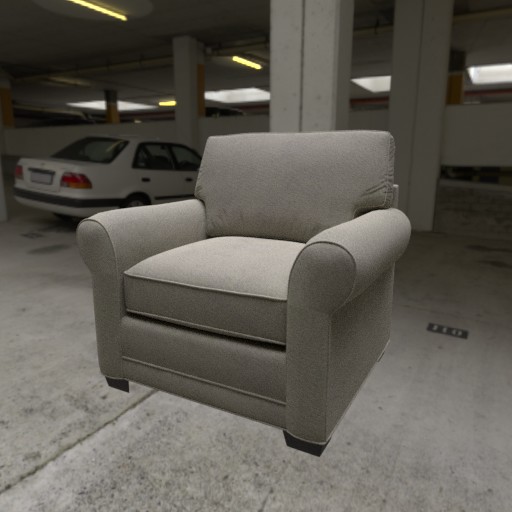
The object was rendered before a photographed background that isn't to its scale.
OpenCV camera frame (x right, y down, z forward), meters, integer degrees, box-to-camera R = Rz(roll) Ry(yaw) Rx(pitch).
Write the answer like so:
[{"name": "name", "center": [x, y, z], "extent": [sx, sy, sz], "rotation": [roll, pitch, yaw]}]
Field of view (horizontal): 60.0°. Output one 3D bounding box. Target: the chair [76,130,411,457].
[{"name": "chair", "center": [0.000, 0.000, 1.876], "extent": [1.147, 1.044, 0.939], "rotation": [7, 14, 28]}]
